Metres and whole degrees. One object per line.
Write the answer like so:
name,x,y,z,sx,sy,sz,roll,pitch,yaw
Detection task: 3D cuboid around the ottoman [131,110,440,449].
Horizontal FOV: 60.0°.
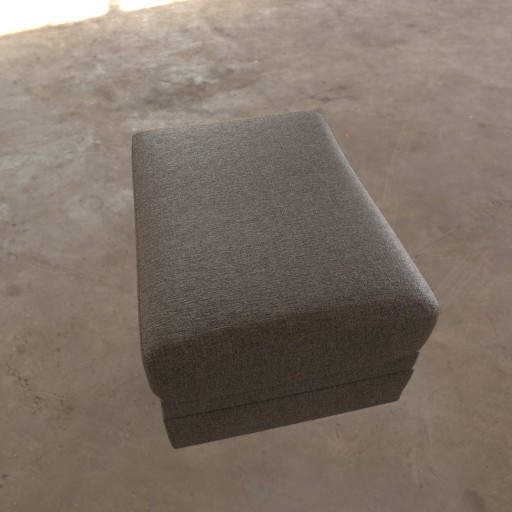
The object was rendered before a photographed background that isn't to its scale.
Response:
ottoman,0.000,0.000,1.285,0.637,0.478,0.885,-9,47,-8
